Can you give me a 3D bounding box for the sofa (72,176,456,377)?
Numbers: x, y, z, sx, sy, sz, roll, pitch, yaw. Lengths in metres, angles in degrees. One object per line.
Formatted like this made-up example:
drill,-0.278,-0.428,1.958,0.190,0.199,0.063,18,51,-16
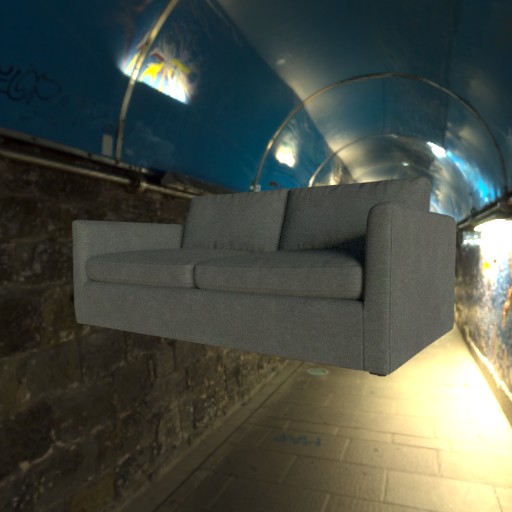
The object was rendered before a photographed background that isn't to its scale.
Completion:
sofa,0.000,0.000,2.511,1.909,0.845,1.091,1,1,35
